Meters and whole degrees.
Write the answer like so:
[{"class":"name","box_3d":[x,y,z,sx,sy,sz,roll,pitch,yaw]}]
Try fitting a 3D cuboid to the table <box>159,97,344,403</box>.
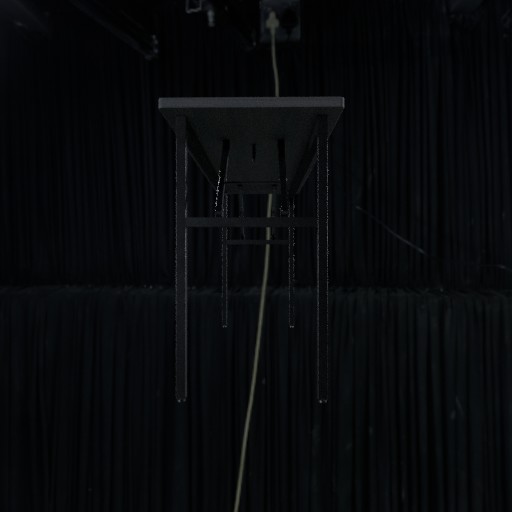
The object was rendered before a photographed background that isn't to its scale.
[{"class":"table","box_3d":[0.000,0.000,1.760,0.449,0.750,1.399,0,-1,1]}]
